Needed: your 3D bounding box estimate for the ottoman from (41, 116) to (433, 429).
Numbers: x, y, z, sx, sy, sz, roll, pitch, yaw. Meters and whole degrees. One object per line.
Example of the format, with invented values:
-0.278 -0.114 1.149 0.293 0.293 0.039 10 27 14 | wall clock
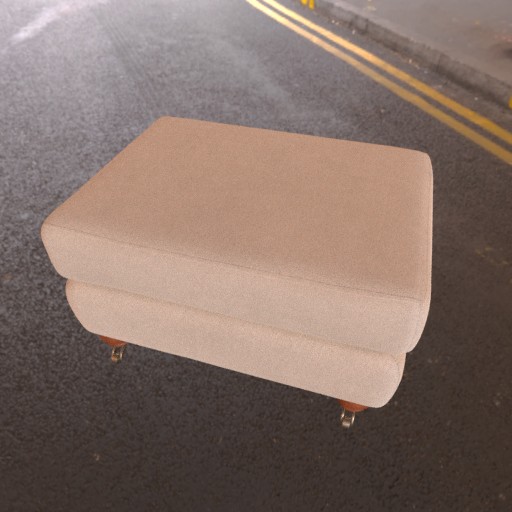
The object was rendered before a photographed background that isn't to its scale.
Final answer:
0.000 0.000 1.123 0.773 0.499 0.569 12 43 13 | ottoman
